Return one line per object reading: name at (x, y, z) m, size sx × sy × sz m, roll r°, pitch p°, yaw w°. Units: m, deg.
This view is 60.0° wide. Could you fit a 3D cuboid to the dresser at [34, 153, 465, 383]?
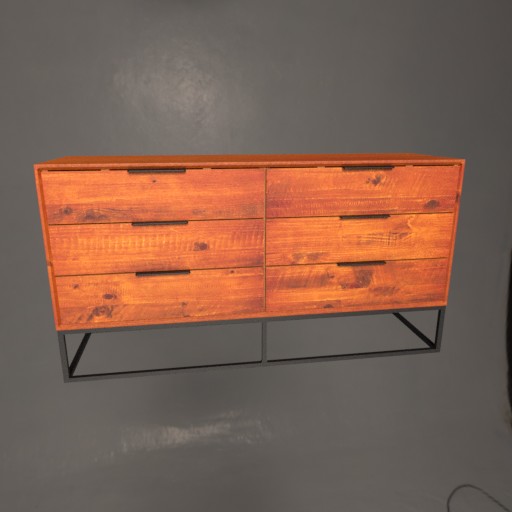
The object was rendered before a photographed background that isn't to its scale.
dresser at (0.000, 0.000, 1.870) m, size 1.536 × 0.810 × 0.464 m, roll -3°, pitch 16°, yaw -9°
